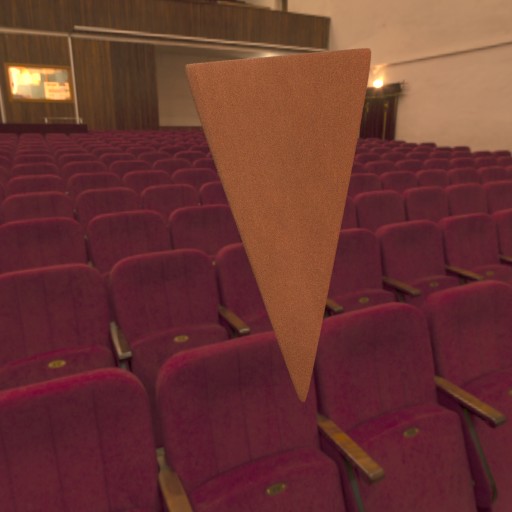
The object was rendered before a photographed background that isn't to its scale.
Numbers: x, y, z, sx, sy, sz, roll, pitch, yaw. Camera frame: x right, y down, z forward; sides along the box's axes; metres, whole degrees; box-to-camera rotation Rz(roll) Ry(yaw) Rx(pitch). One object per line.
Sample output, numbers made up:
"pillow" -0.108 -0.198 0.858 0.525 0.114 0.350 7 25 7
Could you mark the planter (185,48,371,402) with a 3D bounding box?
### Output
"planter" 0.000 0.000 0.271 0.081 0.224 0.101 -7 17 -25
